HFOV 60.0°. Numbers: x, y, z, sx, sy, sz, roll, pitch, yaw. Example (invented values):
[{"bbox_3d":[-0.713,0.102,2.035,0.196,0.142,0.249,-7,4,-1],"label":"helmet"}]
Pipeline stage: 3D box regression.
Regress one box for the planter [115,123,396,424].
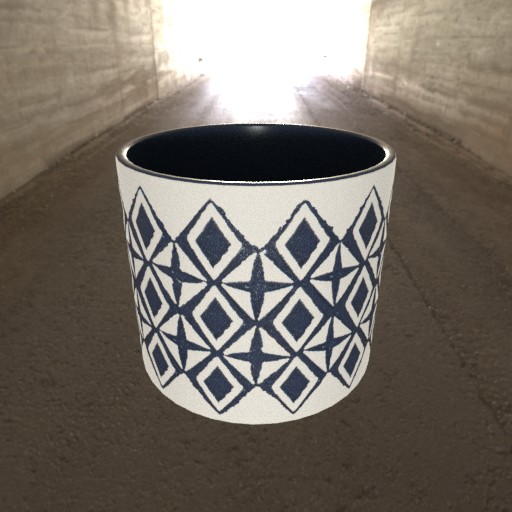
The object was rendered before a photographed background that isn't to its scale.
[{"bbox_3d":[0.000,0.000,0.290,0.159,0.144,0.159,0,26,0],"label":"planter"}]
